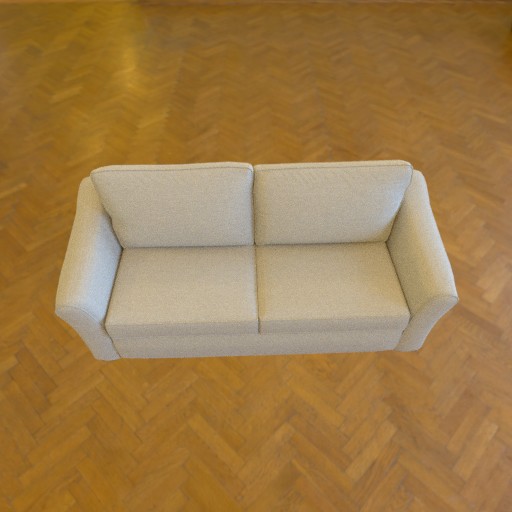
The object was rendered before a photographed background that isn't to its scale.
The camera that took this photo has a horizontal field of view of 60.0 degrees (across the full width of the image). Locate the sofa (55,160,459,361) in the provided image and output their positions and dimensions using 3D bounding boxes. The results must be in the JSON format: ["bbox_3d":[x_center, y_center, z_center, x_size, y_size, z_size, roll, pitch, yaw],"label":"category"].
[{"bbox_3d":[0.000,0.000,2.800,2.270,0.965,0.980,-1,46,-1],"label":"sofa"}]
